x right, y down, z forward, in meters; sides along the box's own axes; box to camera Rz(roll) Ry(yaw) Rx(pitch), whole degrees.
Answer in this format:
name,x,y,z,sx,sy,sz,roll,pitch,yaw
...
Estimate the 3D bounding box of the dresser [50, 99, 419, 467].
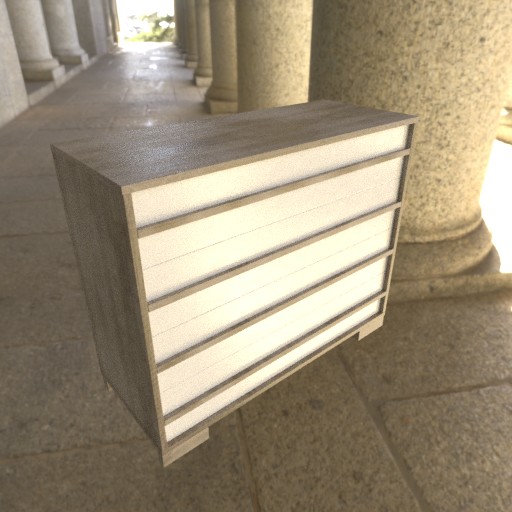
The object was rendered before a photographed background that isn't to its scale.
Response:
name,x,y,z,sx,sy,sz,roll,pitch,yaw
dresser,0.000,0.000,1.437,0.994,0.816,0.404,-22,36,-34
